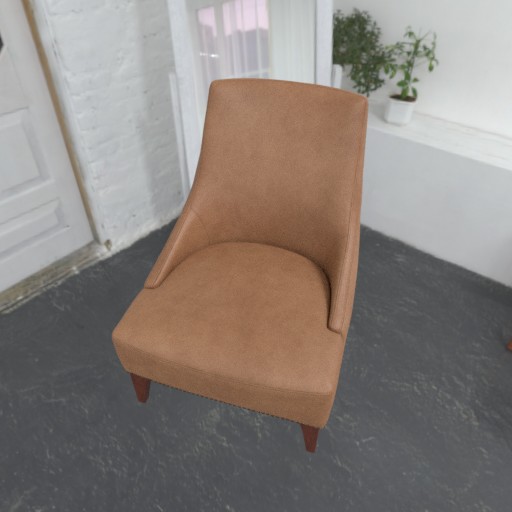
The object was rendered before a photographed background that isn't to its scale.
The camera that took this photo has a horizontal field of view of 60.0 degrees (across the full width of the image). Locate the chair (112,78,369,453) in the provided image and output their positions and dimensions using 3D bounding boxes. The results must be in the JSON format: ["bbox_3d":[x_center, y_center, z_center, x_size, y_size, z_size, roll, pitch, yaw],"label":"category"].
[{"bbox_3d":[0.000,0.000,1.517,0.701,0.909,0.861,11,42,13],"label":"chair"}]
